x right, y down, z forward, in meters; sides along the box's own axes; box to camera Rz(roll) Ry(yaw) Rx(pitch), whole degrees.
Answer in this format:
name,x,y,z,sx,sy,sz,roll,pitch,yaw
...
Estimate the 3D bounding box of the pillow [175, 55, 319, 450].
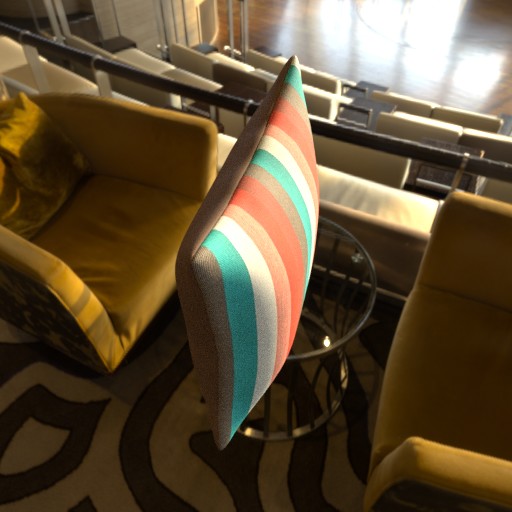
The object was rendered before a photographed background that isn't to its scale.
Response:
name,x,y,z,sx,sy,sz,roll,pitch,yaw
pillow,0.000,0.000,0.692,0.168,0.443,0.453,11,47,10
